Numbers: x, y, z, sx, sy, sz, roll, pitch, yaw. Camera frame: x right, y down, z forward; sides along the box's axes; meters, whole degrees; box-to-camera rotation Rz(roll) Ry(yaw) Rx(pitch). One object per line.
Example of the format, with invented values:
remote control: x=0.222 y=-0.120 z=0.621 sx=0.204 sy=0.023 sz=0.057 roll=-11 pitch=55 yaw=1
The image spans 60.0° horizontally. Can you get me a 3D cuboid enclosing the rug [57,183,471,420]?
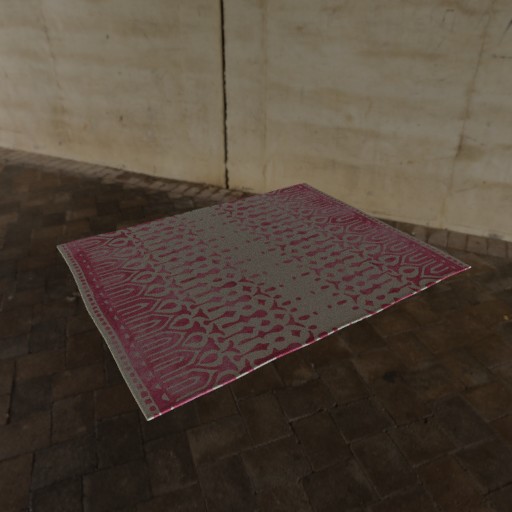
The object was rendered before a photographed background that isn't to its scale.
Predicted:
rug: x=0.000 y=0.000 z=4.157 sx=3.095 sy=0.016 sz=2.441 roll=-18 pitch=35 yaw=-28
